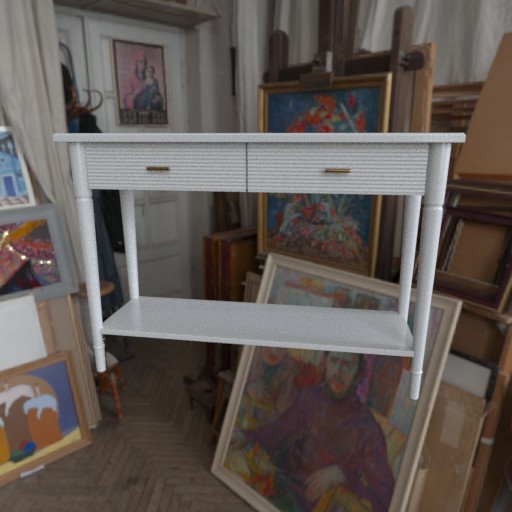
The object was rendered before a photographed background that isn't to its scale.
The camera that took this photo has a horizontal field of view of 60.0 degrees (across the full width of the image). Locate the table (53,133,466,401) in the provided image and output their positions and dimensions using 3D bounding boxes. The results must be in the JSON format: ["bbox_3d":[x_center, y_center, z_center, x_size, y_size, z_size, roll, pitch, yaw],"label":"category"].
[{"bbox_3d":[0.000,0.000,1.408,1.067,0.749,0.381,2,15,9],"label":"table"}]
